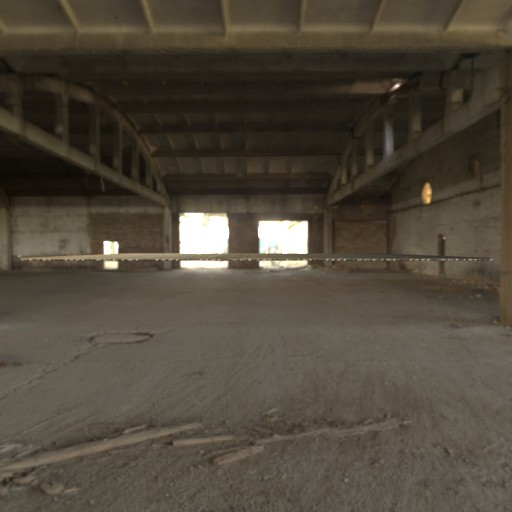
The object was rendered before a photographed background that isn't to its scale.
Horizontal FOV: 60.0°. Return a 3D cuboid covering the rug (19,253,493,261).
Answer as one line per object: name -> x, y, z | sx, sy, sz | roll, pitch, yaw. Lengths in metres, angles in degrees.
rug -> 0.000, 0.000, 3.836 | 2.902, 0.017, 2.306 | 0, 1, 0
